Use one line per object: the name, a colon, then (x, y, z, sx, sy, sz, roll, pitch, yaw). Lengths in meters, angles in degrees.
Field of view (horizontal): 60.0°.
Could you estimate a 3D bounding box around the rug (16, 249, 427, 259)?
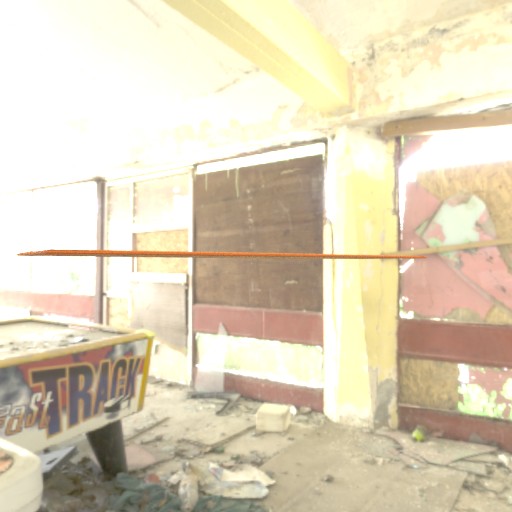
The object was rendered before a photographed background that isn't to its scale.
rug: (0.000, 0.000, 2.454, 2.274, 0.016, 0.651, 1, -1, -36)
